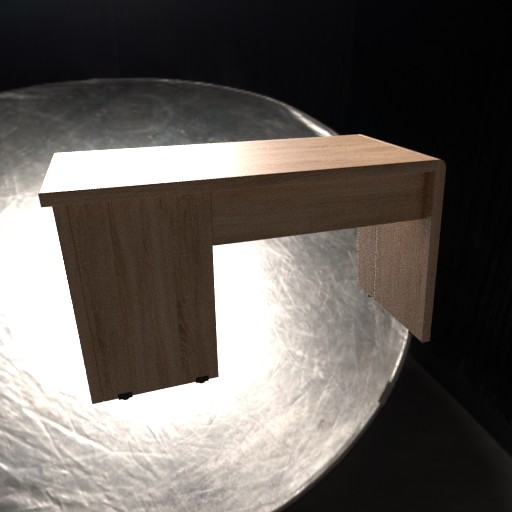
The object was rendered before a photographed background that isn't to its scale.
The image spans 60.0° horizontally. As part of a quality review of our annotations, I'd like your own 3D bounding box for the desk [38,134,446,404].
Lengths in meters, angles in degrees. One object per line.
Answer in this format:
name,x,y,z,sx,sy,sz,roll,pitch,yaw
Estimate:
desk,0.000,0.000,1.652,1.300,0.750,0.500,-8,26,-17
